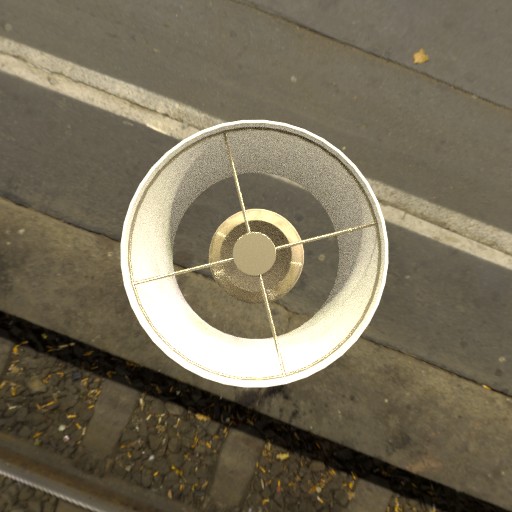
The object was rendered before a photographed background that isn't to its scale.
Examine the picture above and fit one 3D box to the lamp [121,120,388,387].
[{"bbox_3d":[0.000,0.000,0.576,0.211,0.455,0.211,0,89,0],"label":"lamp"}]
